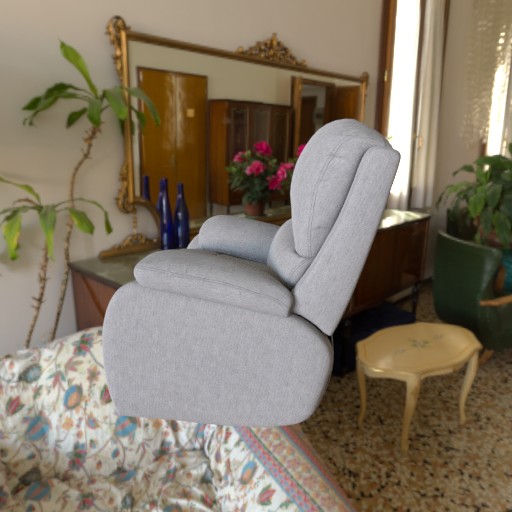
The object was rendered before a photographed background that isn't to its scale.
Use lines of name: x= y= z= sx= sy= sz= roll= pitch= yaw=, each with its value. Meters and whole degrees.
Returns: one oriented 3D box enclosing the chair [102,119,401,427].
chair: x=0.000 y=0.000 z=1.722 sx=0.899 sy=1.011 sz=0.930 roll=2 pitch=14 yaw=8
